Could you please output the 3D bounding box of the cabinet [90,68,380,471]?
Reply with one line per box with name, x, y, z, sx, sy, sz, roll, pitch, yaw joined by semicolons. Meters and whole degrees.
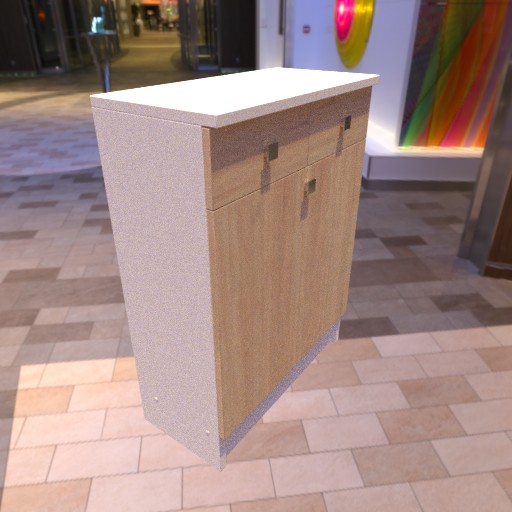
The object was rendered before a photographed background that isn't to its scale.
cabinet;0.000;0.000;1.116;0.296;0.815;0.600;19;34;31
